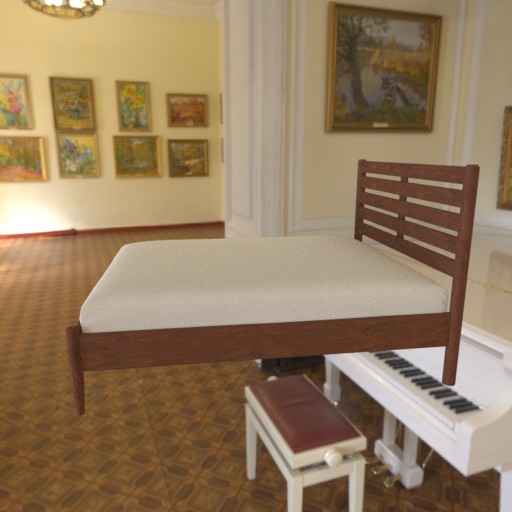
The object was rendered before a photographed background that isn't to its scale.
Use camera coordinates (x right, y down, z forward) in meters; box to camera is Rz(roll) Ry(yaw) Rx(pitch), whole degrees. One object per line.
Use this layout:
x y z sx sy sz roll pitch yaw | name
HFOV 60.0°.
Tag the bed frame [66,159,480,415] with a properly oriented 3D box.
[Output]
0.000 0.000 3.181 2.234 1.321 1.655 -2 13 -8 | bed frame
